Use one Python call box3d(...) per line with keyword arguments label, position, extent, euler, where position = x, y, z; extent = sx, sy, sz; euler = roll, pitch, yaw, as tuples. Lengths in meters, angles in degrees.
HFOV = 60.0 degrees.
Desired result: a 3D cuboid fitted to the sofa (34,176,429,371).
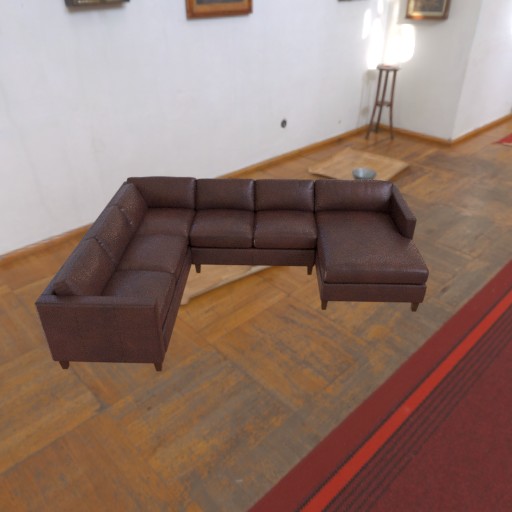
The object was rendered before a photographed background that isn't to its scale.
box3d(label="sofa", position=(0.000, 0.000, 4.524), extent=(3.324, 0.891, 2.452), euler=(1, 32, 2))
